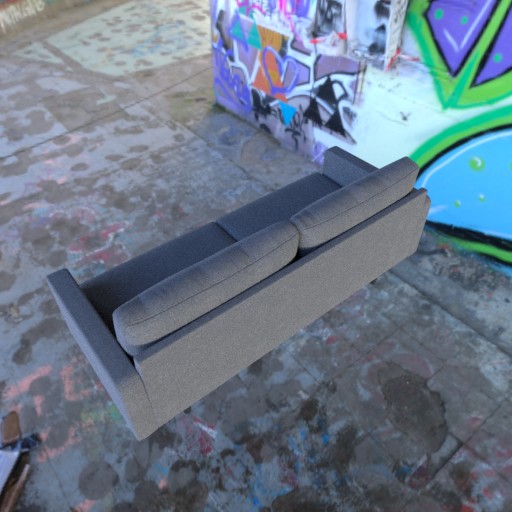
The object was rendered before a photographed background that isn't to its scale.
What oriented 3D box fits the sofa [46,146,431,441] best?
[{"bbox_3d":[0.000,0.000,2.614,2.100,0.880,0.880,-29,50,-27],"label":"sofa"}]
